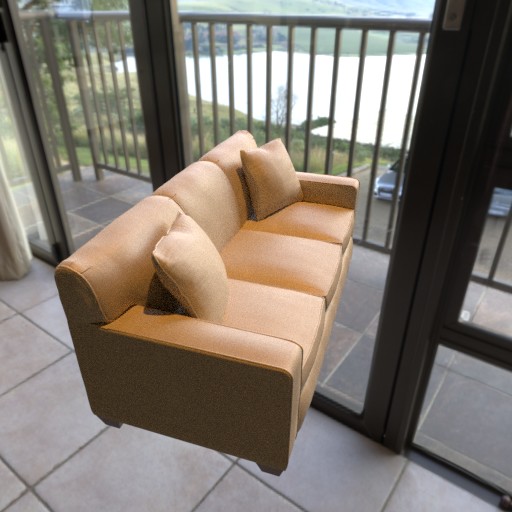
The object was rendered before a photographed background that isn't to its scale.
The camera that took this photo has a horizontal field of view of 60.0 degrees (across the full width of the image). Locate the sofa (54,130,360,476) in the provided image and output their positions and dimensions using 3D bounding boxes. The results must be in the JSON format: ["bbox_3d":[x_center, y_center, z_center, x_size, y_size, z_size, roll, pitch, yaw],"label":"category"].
[{"bbox_3d":[0.000,0.000,2.571,0.997,0.958,2.024,9,32,16],"label":"sofa"}]
